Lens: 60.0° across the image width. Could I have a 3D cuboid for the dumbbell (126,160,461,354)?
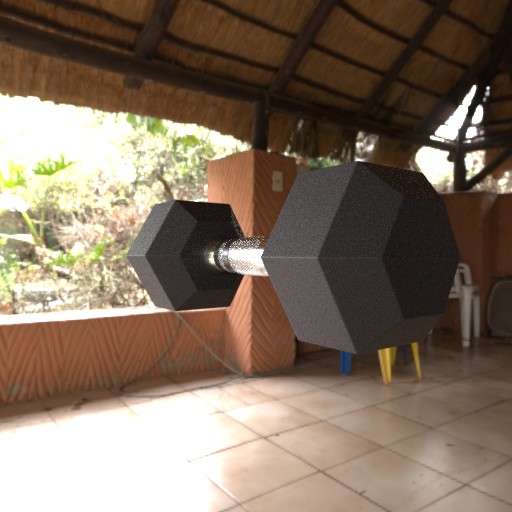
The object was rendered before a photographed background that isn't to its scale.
[{"bbox_3d":[0.000,0.000,0.351,0.116,0.101,0.297,0,1,-37],"label":"dumbbell"}]
